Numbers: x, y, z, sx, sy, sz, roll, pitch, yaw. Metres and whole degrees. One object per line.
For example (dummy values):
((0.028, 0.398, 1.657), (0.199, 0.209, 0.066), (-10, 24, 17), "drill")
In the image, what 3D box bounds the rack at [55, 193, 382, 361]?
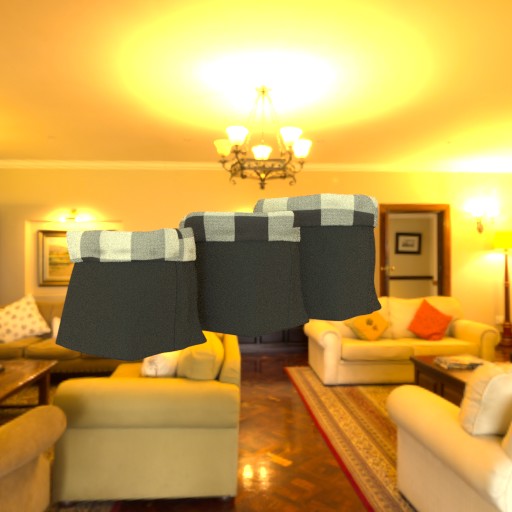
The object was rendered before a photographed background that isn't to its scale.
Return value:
((0.000, 0.000, 1.065), (0.370, 0.329, 0.889), (0, -1, 37), "rack")
